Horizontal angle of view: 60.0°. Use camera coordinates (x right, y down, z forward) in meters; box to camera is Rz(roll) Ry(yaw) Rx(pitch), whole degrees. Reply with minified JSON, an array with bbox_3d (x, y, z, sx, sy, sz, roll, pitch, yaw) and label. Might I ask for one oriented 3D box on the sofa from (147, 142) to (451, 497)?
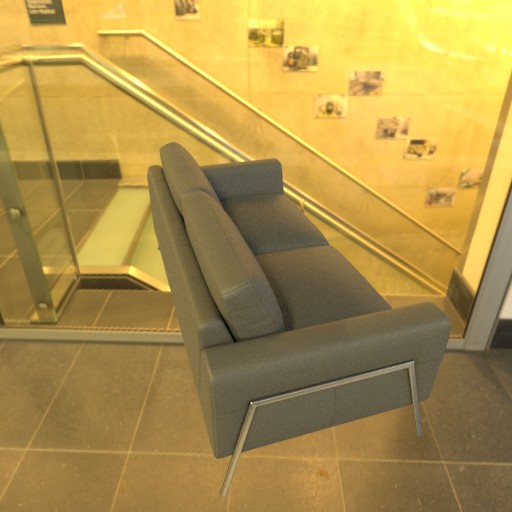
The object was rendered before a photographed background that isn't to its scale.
[{"bbox_3d":[0.000,0.000,2.452,0.953,0.875,2.017,-9,32,-15],"label":"sofa"}]
